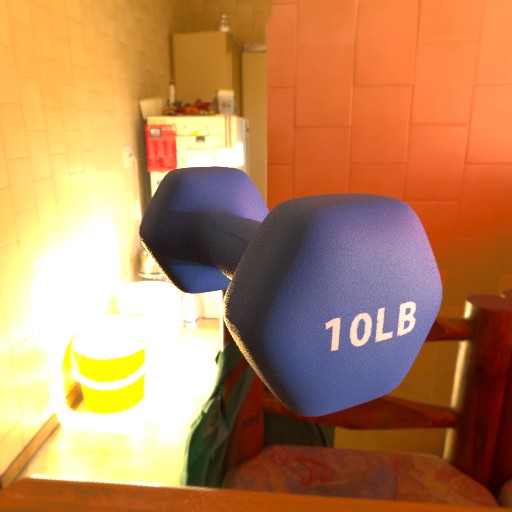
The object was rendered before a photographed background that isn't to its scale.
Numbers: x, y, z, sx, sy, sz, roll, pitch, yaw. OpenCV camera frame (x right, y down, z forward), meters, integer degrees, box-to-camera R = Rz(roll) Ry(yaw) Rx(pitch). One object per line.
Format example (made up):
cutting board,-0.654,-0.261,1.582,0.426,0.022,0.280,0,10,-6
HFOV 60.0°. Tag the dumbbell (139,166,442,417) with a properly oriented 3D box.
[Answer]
dumbbell,0.000,0.000,0.264,0.103,0.093,0.212,-7,18,-24
